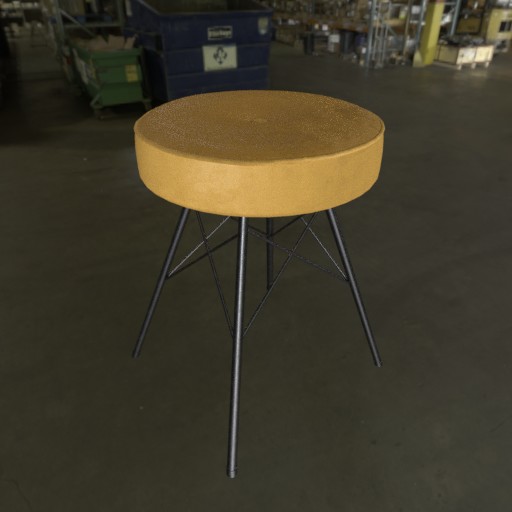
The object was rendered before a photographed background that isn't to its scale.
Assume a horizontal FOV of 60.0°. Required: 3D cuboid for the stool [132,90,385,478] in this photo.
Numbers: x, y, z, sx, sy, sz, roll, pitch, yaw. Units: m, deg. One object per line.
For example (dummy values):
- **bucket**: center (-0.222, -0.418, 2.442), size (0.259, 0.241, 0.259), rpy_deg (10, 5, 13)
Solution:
- **stool**: center (0.000, 0.000, 0.919), size (0.472, 0.595, 0.438), rpy_deg (-22, 38, -31)
